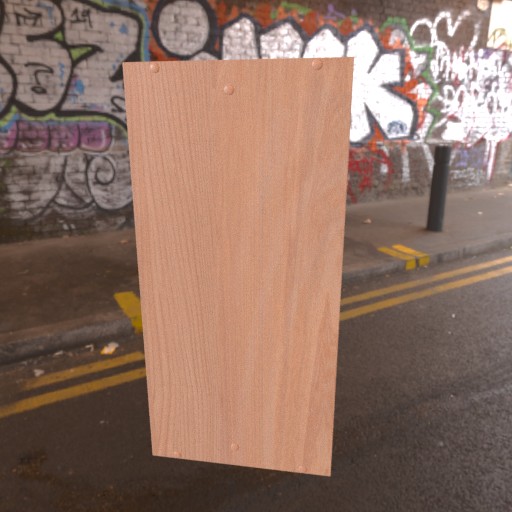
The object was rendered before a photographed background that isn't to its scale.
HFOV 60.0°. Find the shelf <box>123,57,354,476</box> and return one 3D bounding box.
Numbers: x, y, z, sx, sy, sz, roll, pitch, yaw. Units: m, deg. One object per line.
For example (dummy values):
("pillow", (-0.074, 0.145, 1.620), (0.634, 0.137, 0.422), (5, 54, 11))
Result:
("shelf", (0.000, 0.000, 0.791), (0.290, 0.600, 0.350), (3, 16, 9))
